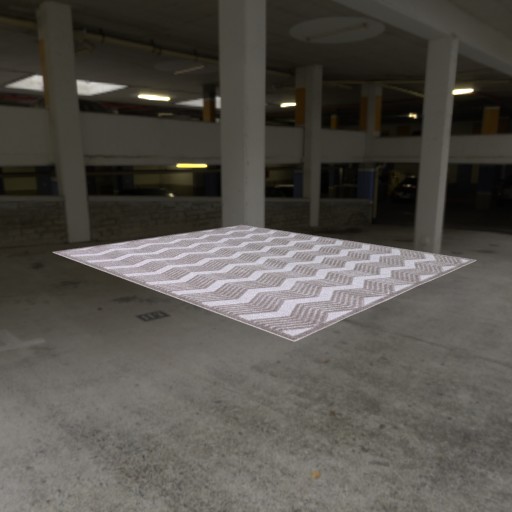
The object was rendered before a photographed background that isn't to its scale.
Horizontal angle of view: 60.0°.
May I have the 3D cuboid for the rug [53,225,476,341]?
[{"bbox_3d":[0.000,0.000,3.899,2.880,0.005,2.391,12,17,43],"label":"rug"}]
